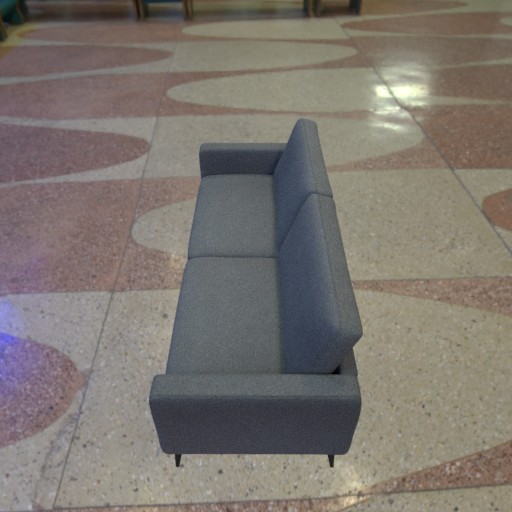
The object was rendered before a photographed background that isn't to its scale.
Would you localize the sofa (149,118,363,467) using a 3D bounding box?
[{"bbox_3d":[0.000,0.000,2.378,0.774,0.828,1.925,0,41,0],"label":"sofa"}]
